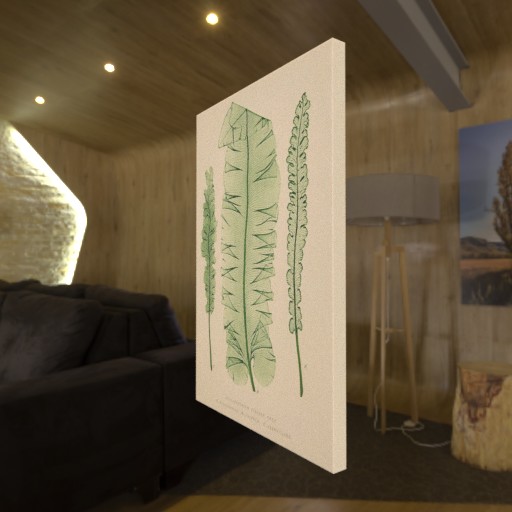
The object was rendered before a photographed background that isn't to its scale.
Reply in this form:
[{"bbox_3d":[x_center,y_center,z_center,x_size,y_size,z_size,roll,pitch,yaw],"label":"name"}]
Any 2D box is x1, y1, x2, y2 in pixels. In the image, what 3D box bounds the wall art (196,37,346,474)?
[{"bbox_3d":[0.000,0.000,1.189,0.038,0.914,0.610,1,-1,-35],"label":"wall art"}]
